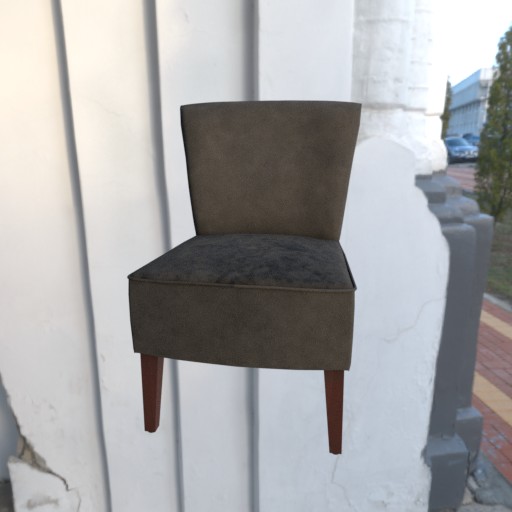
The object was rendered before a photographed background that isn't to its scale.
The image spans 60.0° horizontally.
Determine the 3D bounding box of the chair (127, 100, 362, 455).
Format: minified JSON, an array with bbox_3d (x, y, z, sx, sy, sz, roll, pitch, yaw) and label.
[{"bbox_3d":[0.000,0.000,1.166,0.521,0.806,0.554,3,15,9],"label":"chair"}]
